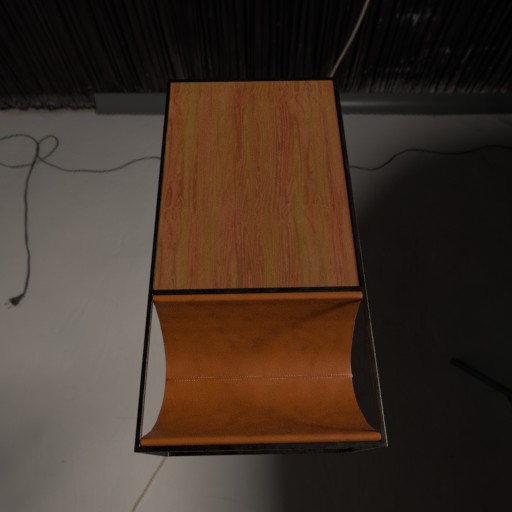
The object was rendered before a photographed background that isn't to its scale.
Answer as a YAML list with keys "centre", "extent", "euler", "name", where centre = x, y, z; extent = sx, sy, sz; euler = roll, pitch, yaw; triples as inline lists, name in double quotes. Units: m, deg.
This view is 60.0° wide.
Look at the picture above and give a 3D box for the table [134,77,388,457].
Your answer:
- centre: [0.000, 0.000, 1.478]
  extent: [0.597, 0.403, 1.199]
  euler: [-1, 64, 0]
  name: "table"
